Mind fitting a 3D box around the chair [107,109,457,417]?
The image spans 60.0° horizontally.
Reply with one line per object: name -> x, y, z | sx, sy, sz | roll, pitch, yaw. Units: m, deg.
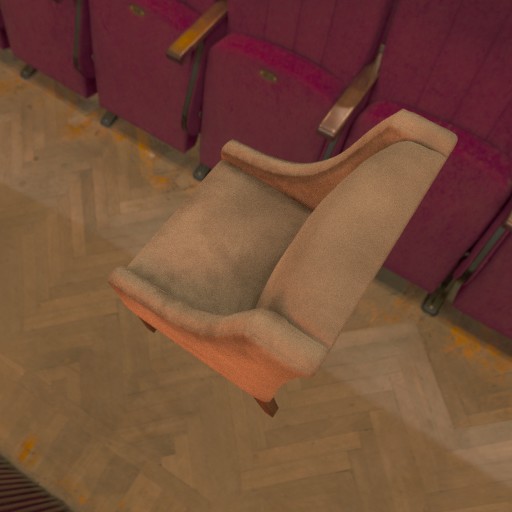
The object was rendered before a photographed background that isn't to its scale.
chair -> 0.000, 0.000, 1.289 | 0.629, 0.895, 0.629 | 32, 69, 14
